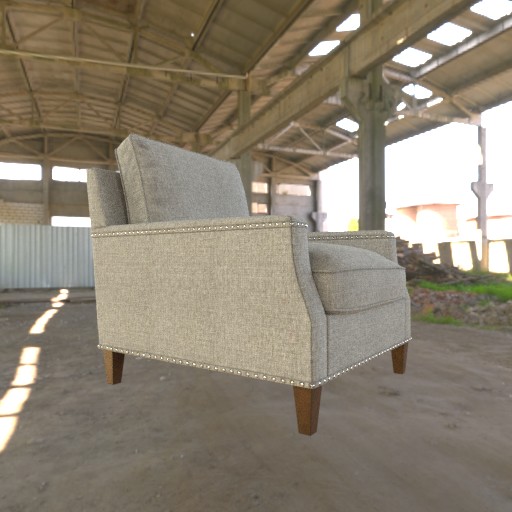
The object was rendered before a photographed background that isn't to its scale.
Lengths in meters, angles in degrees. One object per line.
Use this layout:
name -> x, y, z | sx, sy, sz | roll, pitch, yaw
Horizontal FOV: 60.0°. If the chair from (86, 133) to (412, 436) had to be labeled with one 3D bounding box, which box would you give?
chair -> 0.000, 0.000, 1.740 | 1.014, 0.943, 0.853 | 0, -1, 35
